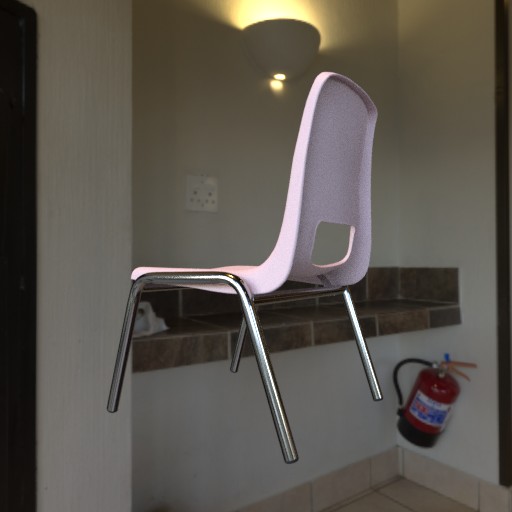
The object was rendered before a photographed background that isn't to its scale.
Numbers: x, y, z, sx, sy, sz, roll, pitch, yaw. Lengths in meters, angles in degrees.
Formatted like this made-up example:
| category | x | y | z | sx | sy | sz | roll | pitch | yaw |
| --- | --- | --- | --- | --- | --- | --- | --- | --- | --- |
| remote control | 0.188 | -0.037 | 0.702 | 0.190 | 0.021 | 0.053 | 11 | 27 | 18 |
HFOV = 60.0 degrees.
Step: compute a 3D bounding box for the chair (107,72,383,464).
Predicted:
| category | x | y | z | sx | sy | sz | roll | pitch | yaw |
| --- | --- | --- | --- | --- | --- | --- | --- | --- | --- |
| chair | 0.000 | 0.000 | 0.793 | 0.385 | 0.536 | 0.354 | -1 | -1 | 36 |
